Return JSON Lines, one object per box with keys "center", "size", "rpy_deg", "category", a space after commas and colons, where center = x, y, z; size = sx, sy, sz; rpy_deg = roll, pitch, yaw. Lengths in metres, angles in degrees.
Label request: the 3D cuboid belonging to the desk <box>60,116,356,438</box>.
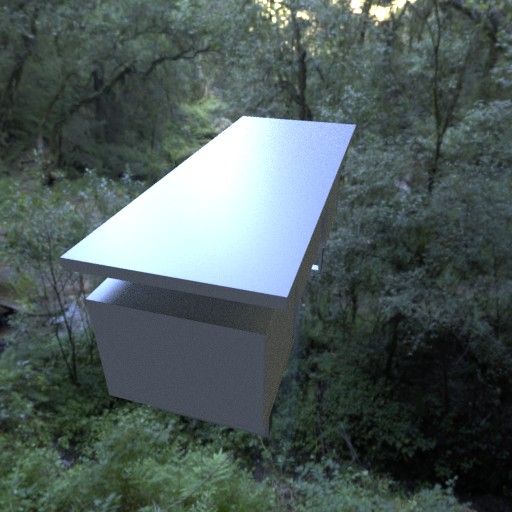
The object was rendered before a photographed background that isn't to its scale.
{"center": [0.000, 0.000, 1.897], "size": [0.603, 0.773, 1.530], "rpy_deg": [9, 32, 14], "category": "desk"}
